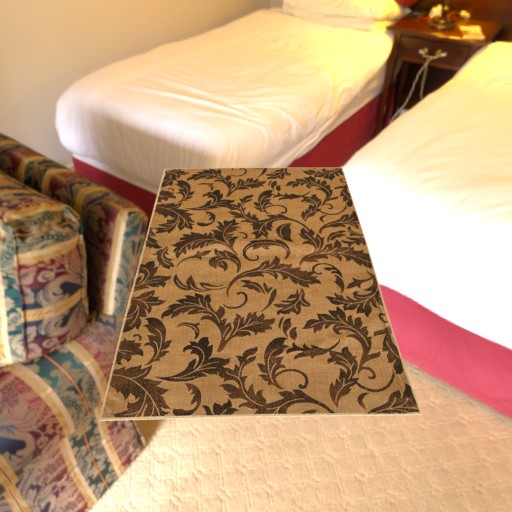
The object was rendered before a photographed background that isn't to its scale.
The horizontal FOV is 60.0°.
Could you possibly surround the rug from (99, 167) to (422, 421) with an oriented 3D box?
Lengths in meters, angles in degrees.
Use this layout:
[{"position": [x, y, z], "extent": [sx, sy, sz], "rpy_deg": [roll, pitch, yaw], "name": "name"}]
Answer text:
[{"position": [0.000, 0.000, 2.924], "extent": [1.522, 0.008, 2.284], "rpy_deg": [-1, 41, -1], "name": "rug"}]
